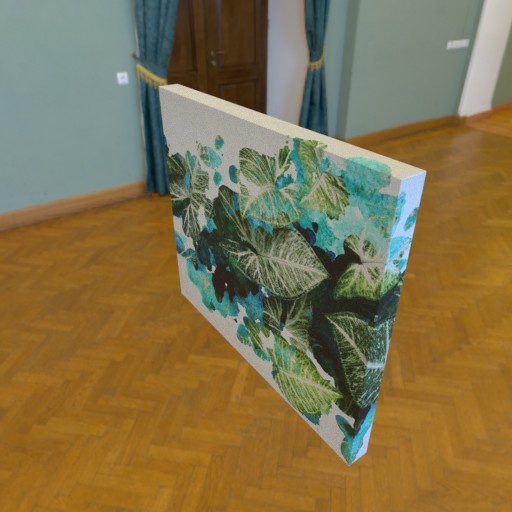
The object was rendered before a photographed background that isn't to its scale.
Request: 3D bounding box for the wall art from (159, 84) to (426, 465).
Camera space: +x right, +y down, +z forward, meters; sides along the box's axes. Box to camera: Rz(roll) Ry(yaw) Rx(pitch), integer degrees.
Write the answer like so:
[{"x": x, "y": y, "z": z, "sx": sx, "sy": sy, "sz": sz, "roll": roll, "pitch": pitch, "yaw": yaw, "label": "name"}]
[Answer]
[{"x": 0.000, "y": 0.000, "z": 0.701, "sx": 0.041, "sy": 0.435, "sz": 0.507, "roll": -21, "pitch": 38, "yaw": -30, "label": "wall art"}]
